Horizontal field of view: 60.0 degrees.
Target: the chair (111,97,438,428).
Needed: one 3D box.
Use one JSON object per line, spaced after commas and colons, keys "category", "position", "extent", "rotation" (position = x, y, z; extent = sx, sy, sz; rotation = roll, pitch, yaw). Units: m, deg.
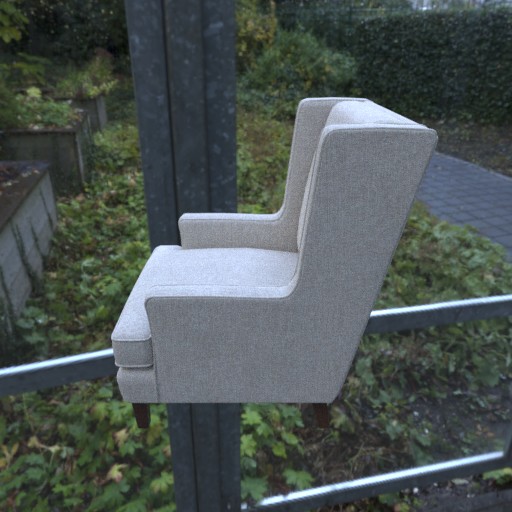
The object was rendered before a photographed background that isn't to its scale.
{"category": "chair", "position": [0.000, 0.000, 1.699], "extent": [0.948, 1.082, 0.764], "rotation": [0, 25, 0]}
